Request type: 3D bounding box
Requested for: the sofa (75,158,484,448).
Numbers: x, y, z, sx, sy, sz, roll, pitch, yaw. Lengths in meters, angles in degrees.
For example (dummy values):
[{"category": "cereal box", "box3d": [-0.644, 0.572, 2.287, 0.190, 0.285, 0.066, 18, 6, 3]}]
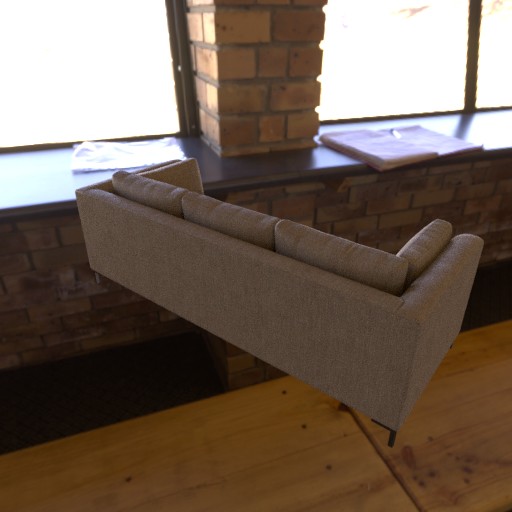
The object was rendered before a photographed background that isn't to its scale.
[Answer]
[{"category": "sofa", "box3d": [0.000, 0.000, 2.867, 2.415, 0.867, 0.969, 21, 35, 33]}]
